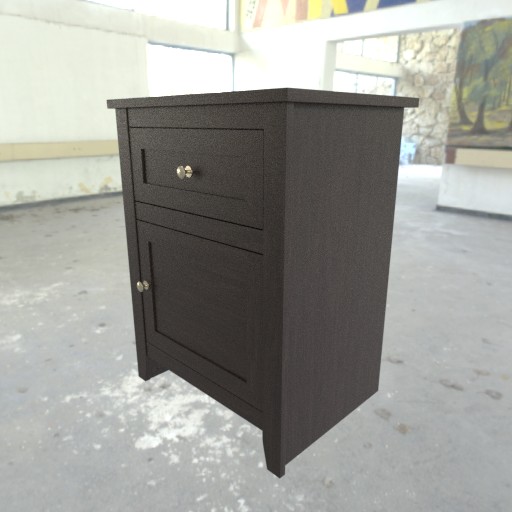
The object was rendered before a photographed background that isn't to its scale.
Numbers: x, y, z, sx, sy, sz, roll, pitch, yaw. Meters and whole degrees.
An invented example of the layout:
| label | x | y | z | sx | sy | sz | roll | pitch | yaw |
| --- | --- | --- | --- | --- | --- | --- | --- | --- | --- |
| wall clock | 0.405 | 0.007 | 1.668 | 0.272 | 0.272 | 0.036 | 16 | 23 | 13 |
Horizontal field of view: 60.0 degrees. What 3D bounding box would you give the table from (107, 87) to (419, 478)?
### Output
| label | x | y | z | sx | sy | sz | roll | pitch | yaw |
| --- | --- | --- | --- | --- | --- | --- | --- | --- | --- |
| table | 0.000 | 0.000 | 0.949 | 0.480 | 0.635 | 0.381 | 16 | 23 | 42 |
